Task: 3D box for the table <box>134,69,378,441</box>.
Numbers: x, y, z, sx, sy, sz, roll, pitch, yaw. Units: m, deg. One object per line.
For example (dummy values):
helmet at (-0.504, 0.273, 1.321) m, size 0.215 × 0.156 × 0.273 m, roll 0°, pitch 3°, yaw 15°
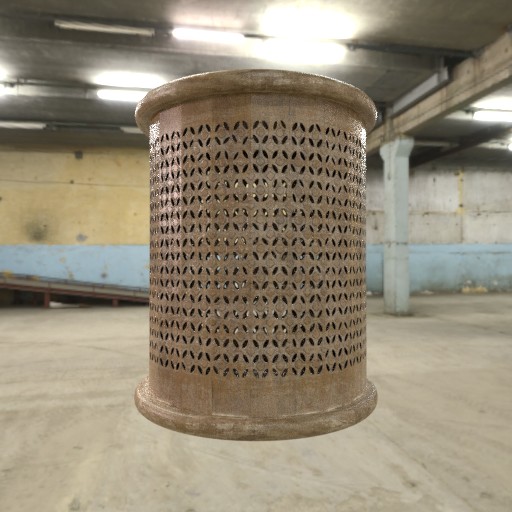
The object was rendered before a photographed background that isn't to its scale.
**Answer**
table at (0.000, 0.000, 0.770) m, size 0.407 × 0.482 × 0.407 m, roll 0°, pitch -1°, yaw 0°
